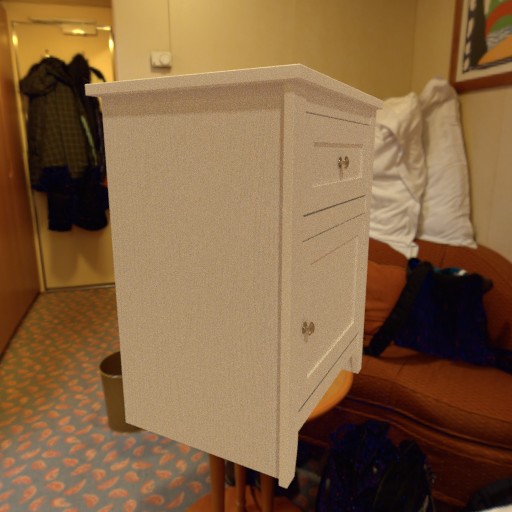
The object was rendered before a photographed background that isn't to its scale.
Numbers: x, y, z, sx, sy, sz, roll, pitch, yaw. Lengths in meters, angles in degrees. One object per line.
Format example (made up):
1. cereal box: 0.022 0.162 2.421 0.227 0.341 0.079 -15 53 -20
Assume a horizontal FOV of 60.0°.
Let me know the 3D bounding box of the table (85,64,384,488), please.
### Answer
1. table: 0.000 0.000 0.918 0.381 0.635 0.480 7 15 27
